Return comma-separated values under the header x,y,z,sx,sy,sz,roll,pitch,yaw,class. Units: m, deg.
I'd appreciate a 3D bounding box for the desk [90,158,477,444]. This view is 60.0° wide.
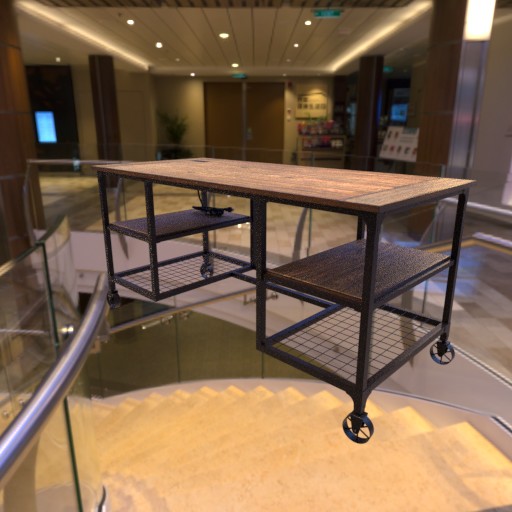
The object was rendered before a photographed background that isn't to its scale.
x,y,z,sx,sy,sz,roll,pitch,yaw,class
0.000,0.000,1.998,1.590,0.751,0.711,16,23,42,desk
